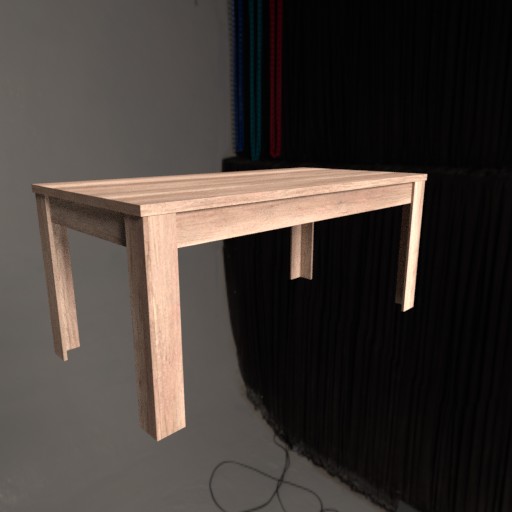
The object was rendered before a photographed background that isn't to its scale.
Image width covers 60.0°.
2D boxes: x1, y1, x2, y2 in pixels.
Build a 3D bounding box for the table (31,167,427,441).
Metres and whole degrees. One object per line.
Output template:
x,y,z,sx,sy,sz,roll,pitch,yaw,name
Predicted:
0.000,0.000,2.285,1.800,0.790,0.900,-14,20,-43,table
